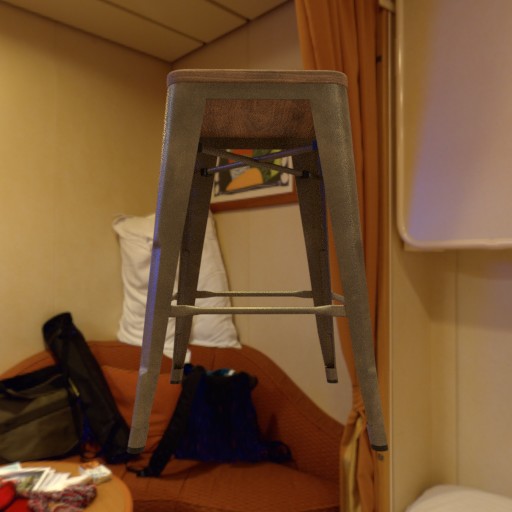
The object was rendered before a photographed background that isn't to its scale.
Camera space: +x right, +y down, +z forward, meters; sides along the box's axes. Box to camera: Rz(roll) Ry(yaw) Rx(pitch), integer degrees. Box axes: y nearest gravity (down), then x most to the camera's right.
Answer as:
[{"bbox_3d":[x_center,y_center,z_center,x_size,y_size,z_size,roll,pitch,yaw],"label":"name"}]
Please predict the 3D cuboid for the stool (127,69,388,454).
[{"bbox_3d":[0.000,0.000,0.886,0.407,0.607,0.407,0,-1,-1],"label":"stool"}]
